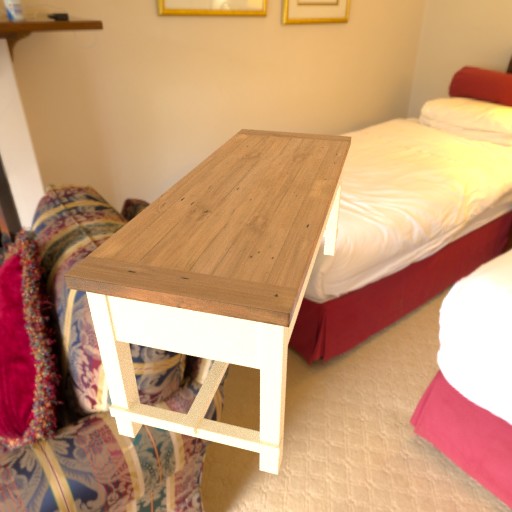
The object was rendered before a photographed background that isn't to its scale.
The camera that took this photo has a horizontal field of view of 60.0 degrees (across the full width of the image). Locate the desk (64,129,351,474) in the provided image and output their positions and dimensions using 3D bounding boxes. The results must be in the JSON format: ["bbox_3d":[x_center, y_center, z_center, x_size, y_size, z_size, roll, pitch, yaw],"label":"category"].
[{"bbox_3d":[0.000,0.000,2.186,0.688,0.762,1.803,8,31,13],"label":"desk"}]
